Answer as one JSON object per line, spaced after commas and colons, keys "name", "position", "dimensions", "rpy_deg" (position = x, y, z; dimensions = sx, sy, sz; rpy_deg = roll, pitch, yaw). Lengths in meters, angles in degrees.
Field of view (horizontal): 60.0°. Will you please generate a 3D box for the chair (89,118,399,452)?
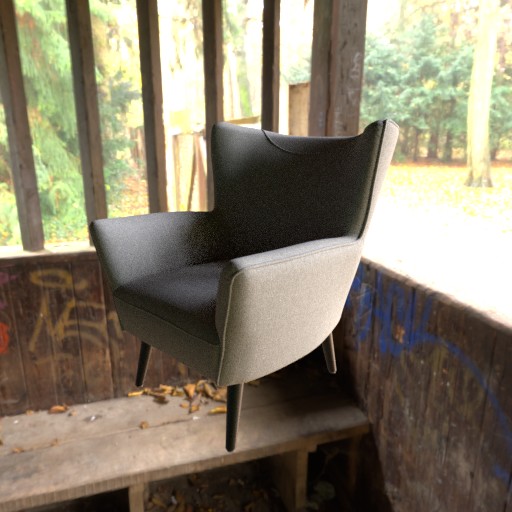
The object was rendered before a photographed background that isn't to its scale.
{"name": "chair", "position": [0.000, 0.000, 1.584], "dimensions": [0.781, 0.933, 0.888], "rpy_deg": [15, 22, 42]}
